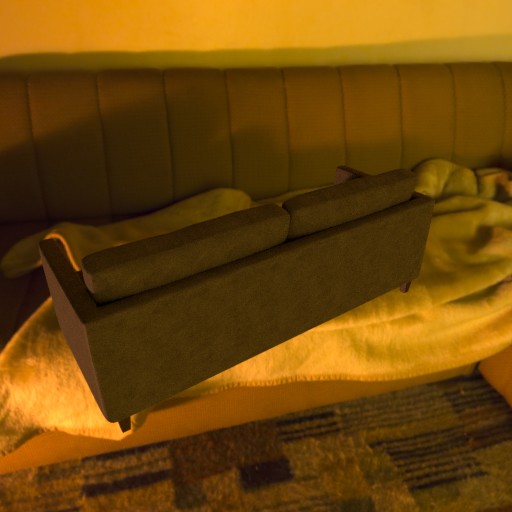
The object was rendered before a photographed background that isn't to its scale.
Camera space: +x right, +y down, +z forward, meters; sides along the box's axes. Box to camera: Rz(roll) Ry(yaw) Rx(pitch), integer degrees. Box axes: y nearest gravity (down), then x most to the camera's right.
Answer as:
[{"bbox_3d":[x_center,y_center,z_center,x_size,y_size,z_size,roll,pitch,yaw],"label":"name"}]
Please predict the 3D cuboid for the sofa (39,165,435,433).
[{"bbox_3d":[0.000,0.000,2.932,2.434,0.965,0.951,-19,35,-30],"label":"sofa"}]
